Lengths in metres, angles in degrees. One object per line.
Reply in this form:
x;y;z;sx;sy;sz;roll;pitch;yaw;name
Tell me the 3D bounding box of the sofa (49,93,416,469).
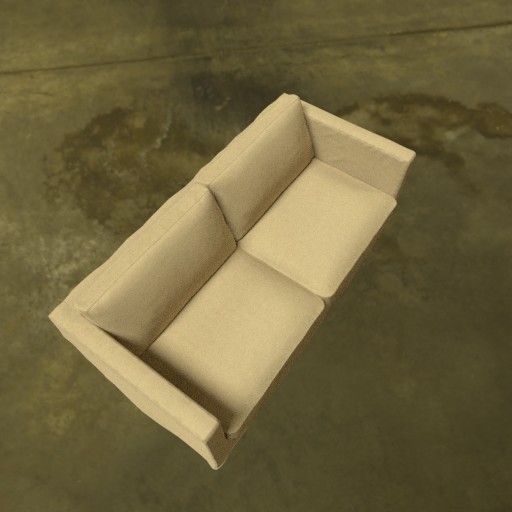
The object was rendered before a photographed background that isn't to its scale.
0.000;0.000;2.505;0.962;0.835;1.959;31;63;18;sofa
